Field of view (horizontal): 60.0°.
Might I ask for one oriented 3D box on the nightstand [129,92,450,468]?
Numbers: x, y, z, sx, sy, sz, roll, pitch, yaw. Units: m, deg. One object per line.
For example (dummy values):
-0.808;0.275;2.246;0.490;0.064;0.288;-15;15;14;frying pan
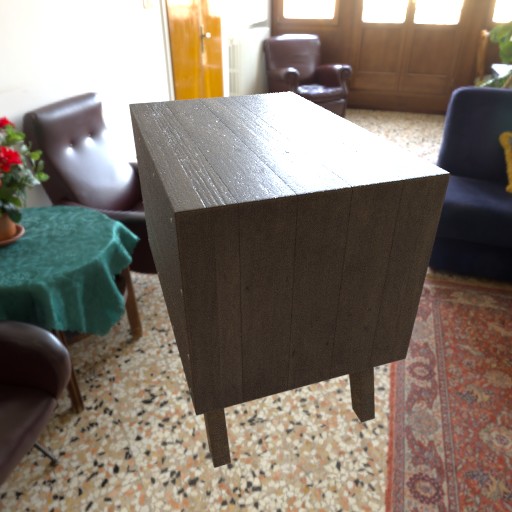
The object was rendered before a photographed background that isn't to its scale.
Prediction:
0.000;0.000;1.058;0.450;0.599;0.650;-10;33;-16;nightstand
